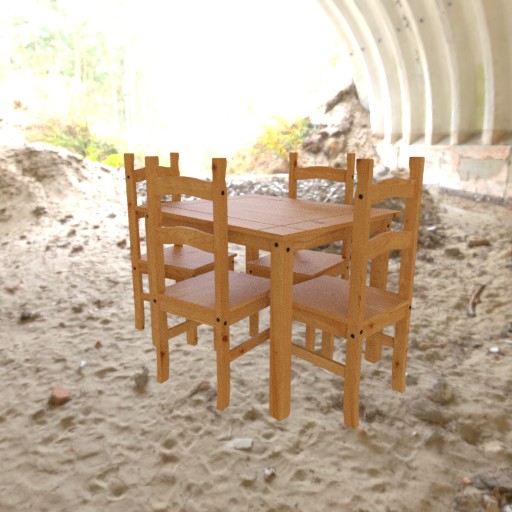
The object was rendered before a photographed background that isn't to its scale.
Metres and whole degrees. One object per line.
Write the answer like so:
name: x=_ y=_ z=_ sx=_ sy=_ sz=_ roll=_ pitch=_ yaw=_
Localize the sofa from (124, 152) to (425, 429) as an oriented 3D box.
sofa: x=0.000 y=0.000 z=2.233 sx=1.144 sy=1.000 sz=1.529 roll=-13 pitch=19 yaw=-42
